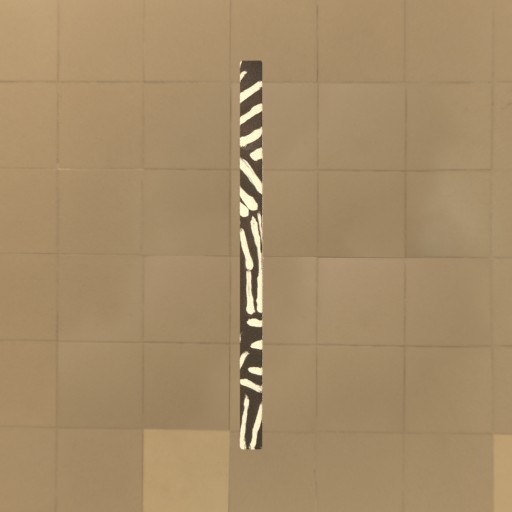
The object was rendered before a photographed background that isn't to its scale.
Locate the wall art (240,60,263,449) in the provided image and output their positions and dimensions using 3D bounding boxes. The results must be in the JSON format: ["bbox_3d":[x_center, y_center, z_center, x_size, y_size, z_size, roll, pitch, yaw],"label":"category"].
[{"bbox_3d":[0.000,0.000,1.156,0.035,0.918,0.615,0,90,1],"label":"wall art"}]
